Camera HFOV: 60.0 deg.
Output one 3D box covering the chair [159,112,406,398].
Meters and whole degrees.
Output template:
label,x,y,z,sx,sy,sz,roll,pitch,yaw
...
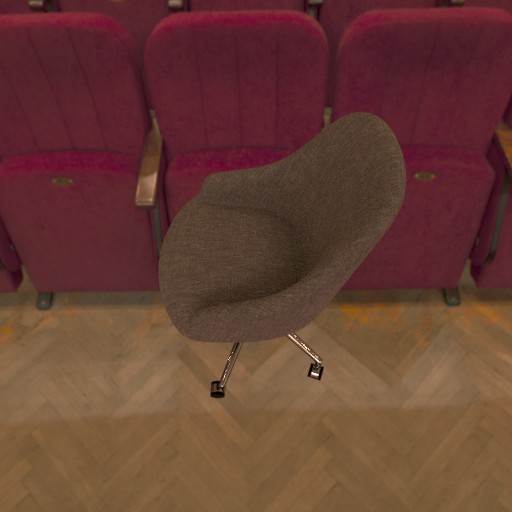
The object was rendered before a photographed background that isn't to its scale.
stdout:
label,x,y,z,sx,sy,sz,roll,pitch,yaw
chair,0.000,0.000,1.465,0.712,0.950,0.671,0,57,0
